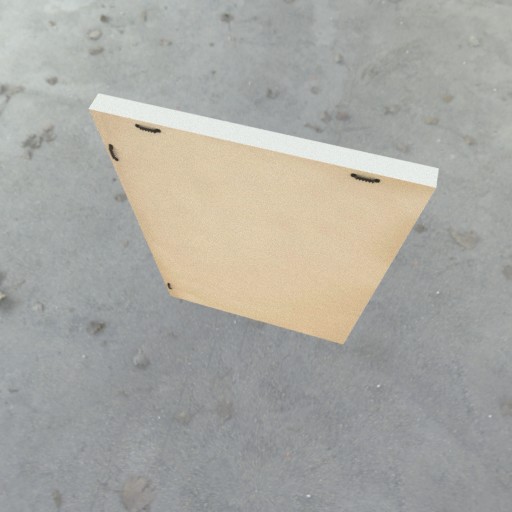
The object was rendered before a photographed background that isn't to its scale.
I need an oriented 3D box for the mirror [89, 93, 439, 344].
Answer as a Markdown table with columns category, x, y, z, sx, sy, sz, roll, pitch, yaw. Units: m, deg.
| category | x | y | z | sx | sy | sz | roll | pitch | yaw |
| --- | --- | --- | --- | --- | --- | --- | --- | --- | --- |
| mirror | 0.000 | 0.000 | 0.941 | 0.507 | 0.710 | 0.039 | 15 | 63 | 8 |
